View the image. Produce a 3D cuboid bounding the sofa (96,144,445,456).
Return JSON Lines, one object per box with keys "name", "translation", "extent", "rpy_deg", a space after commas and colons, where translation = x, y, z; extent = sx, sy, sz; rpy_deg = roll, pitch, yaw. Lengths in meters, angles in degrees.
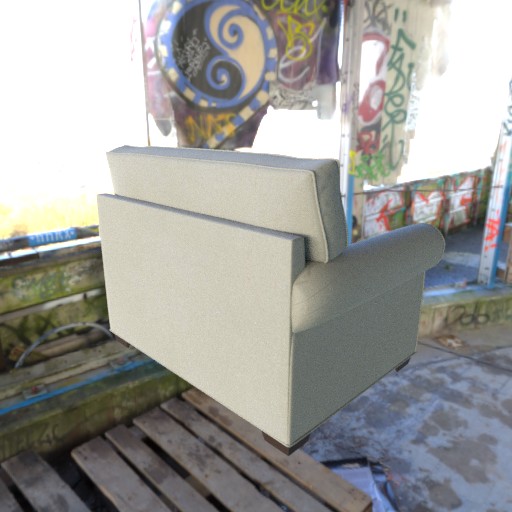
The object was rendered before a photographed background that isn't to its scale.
{"name": "sofa", "translation": [0.000, 0.000, 2.091], "extent": [0.937, 1.006, 1.405], "rpy_deg": [-16, 23, -43]}
